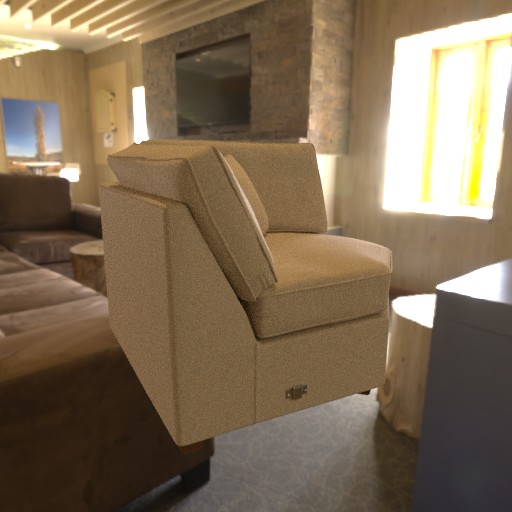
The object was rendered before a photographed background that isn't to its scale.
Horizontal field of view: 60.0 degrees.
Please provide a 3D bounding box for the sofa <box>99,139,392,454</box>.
[{"bbox_3d":[0.000,0.000,1.809,1.042,0.937,1.050,-6,14,-26],"label":"sofa"}]
